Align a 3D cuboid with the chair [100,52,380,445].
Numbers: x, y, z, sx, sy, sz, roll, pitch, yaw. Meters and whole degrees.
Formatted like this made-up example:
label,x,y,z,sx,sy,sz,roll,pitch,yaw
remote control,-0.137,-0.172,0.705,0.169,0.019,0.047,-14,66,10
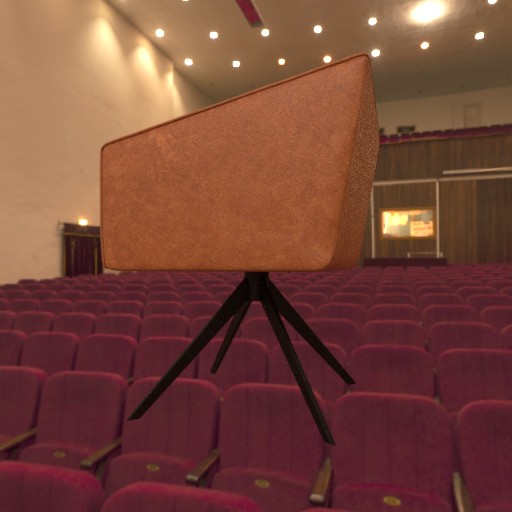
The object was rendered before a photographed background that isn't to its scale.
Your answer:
label,x,y,z,sx,sy,sz,roll,pitch,yaw
chair,0.000,0.000,1.186,0.625,0.760,0.588,0,-1,18
